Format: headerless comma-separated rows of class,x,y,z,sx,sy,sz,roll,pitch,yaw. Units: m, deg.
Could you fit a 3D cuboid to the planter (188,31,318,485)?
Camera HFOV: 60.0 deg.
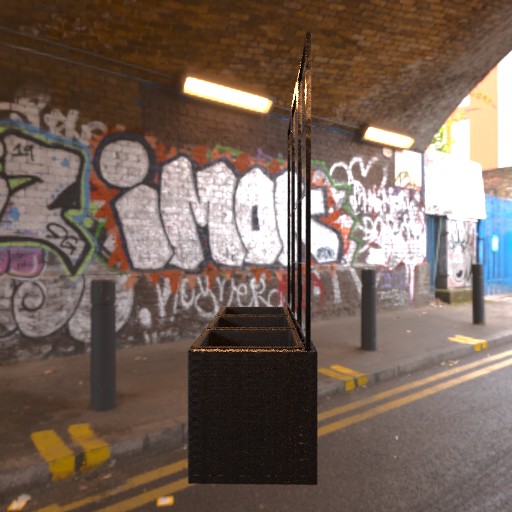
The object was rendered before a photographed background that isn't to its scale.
planter,0.000,0.000,1.162,0.244,0.841,0.698,0,0,1
